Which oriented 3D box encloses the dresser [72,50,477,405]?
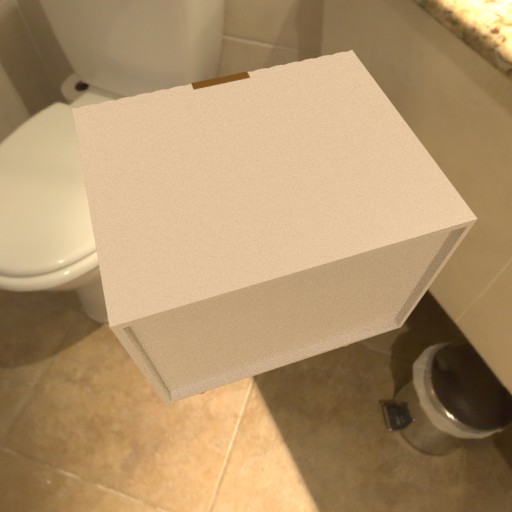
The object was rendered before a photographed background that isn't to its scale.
[{"bbox_3d":[0.000,0.000,0.910,0.503,0.568,0.414,-16,59,-10],"label":"dresser"}]
